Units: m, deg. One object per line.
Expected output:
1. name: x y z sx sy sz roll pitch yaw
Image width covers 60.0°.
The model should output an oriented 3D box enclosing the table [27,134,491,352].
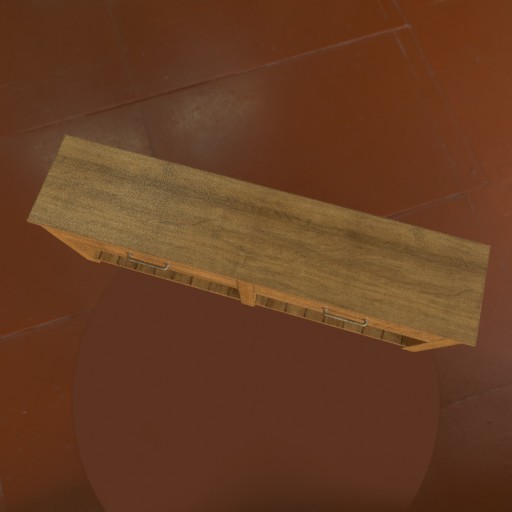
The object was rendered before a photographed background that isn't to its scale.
1. table: 0.000 0.000 2.073 1.815 0.635 0.425 15 75 4
